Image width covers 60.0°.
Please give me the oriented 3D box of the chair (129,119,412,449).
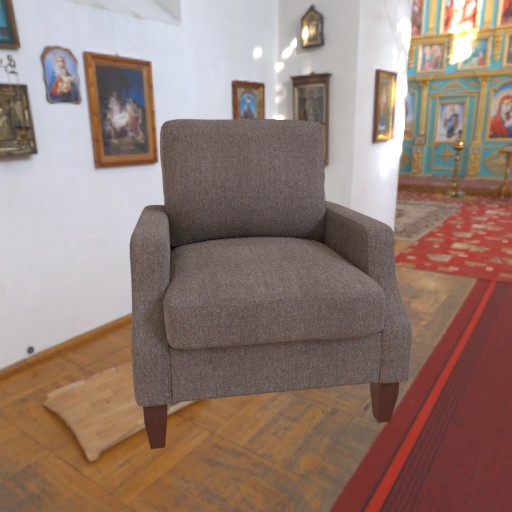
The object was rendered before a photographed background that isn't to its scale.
[{"bbox_3d":[0.000,0.000,1.649,0.855,0.993,0.897,-3,15,-10],"label":"chair"}]
